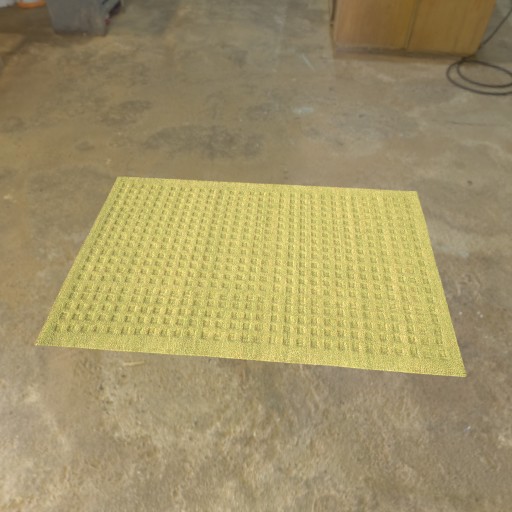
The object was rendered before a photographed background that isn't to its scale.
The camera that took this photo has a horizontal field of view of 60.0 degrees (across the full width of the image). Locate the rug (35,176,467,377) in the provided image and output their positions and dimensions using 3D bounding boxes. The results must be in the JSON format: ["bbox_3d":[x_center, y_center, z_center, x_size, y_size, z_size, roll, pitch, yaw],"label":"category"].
[{"bbox_3d":[0.000,0.000,2.861,2.297,0.007,1.529,3,46,3],"label":"rug"}]
